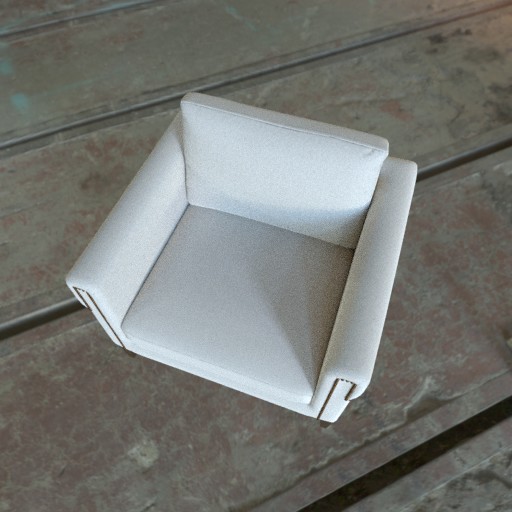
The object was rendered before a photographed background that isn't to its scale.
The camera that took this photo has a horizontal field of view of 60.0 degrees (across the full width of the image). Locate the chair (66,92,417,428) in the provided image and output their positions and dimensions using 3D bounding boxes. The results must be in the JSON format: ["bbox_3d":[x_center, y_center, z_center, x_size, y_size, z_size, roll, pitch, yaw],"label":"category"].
[{"bbox_3d":[0.000,0.000,1.695,0.982,0.915,0.896,17,59,11],"label":"chair"}]
